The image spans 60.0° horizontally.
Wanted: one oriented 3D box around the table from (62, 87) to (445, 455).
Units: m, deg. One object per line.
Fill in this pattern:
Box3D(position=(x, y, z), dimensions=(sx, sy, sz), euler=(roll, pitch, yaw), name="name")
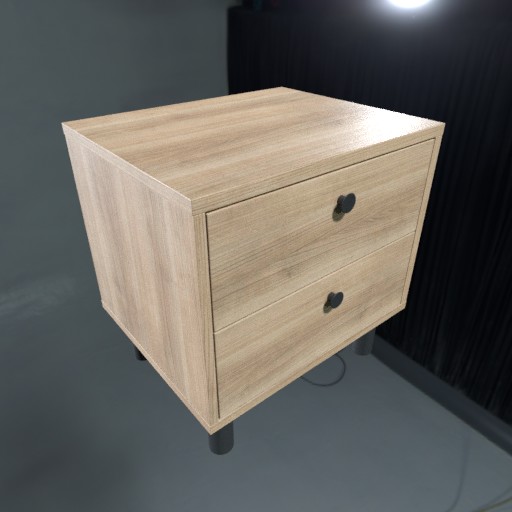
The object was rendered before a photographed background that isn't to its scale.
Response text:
Box3D(position=(0.000, 0.000, 0.779), dimensions=(0.445, 0.460, 0.380), euler=(-23, 38, -33), name="table")
